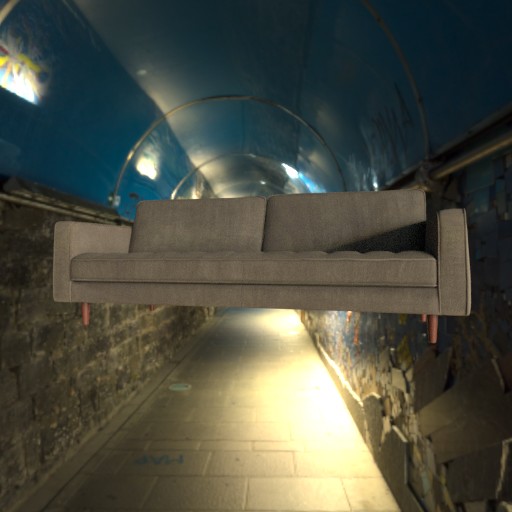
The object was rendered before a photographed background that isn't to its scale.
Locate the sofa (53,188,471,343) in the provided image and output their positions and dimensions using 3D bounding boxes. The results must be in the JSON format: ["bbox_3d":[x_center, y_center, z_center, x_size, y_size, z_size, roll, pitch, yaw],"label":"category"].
[{"bbox_3d":[0.000,0.000,2.700,2.295,0.813,0.923,0,-1,18],"label":"sofa"}]
